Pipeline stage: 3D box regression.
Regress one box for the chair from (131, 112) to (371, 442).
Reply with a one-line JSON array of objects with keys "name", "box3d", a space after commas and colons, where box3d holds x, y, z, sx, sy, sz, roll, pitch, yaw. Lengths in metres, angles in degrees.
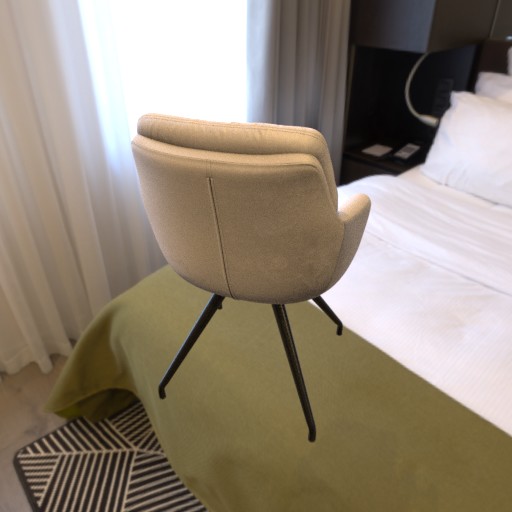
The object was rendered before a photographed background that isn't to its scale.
[{"name": "chair", "box3d": [0.000, 0.000, 1.266, 0.579, 0.888, 0.569, 10, 33, 16]}]
